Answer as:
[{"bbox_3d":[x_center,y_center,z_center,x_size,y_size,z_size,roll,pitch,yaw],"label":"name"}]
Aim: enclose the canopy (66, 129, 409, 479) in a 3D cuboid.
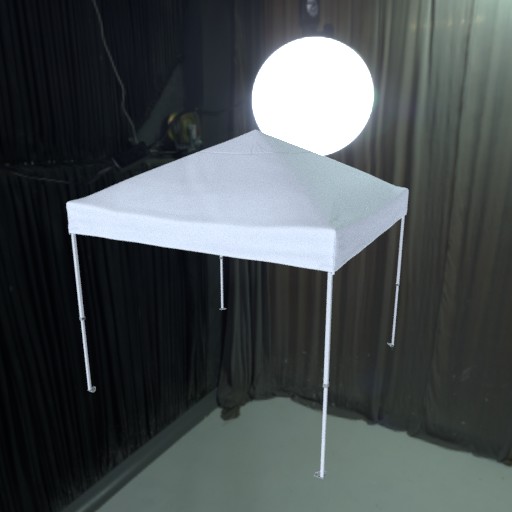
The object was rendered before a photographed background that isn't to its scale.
[{"bbox_3d":[0.000,0.000,5.463,2.996,2.997,2.998,8,17,27],"label":"canopy"}]
